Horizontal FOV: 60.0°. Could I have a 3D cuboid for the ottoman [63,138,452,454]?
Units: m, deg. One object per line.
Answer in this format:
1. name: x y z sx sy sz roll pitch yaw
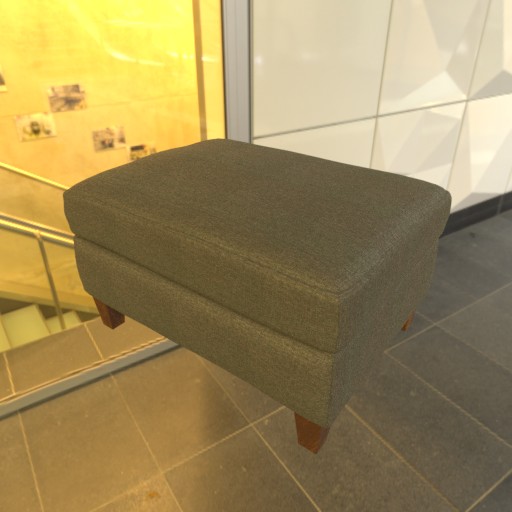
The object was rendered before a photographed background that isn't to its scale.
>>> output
1. ottoman: 0.000 0.000 1.223 0.826 0.496 0.639 21 36 31
